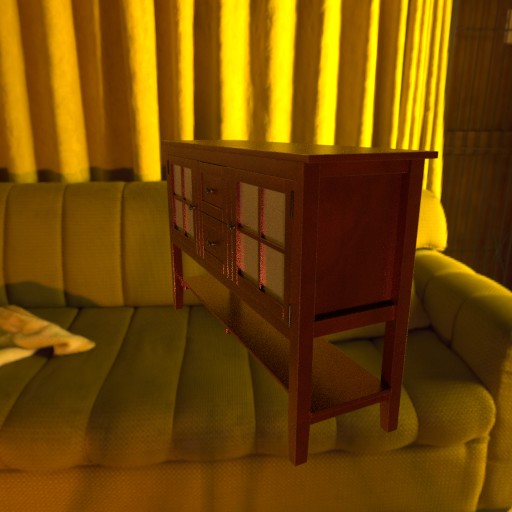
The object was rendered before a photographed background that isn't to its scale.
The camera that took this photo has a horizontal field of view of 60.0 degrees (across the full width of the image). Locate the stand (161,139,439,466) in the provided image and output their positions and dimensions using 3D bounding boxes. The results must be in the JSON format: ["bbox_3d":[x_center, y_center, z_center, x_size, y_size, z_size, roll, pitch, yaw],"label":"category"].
[{"bbox_3d":[0.000,0.000,1.782,0.410,0.872,1.362,-7,18,-24],"label":"stand"}]
